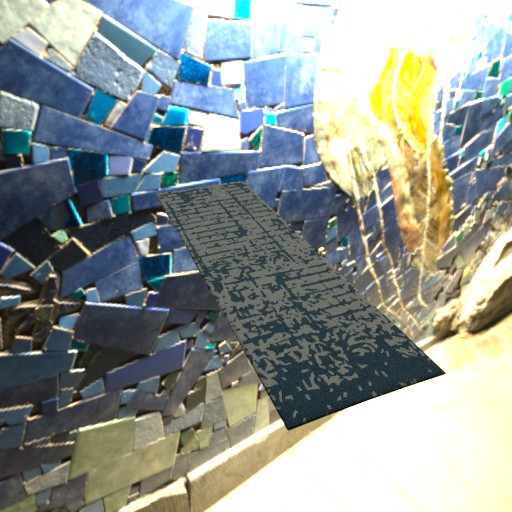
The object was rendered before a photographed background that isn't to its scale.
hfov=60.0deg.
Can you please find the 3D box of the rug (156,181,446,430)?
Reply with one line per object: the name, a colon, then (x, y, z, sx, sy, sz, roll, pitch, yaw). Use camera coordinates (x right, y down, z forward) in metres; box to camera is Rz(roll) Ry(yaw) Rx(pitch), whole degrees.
rug: (0.000, 0.000, 2.731, 0.750, 0.011, 2.435, -12, 33, -19)
